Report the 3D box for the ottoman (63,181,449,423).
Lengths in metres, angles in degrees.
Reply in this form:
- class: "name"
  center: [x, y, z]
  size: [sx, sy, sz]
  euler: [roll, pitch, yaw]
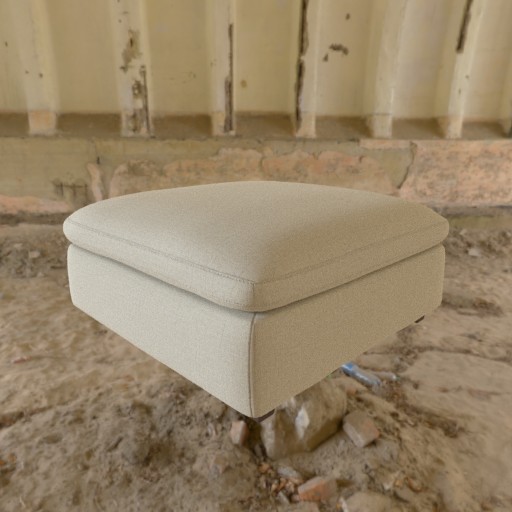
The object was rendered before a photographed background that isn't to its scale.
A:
- class: "ottoman"
  center: [0.000, 0.000, 1.549]
  size: [0.996, 0.467, 0.977]
  euler: [-15, 22, -42]
